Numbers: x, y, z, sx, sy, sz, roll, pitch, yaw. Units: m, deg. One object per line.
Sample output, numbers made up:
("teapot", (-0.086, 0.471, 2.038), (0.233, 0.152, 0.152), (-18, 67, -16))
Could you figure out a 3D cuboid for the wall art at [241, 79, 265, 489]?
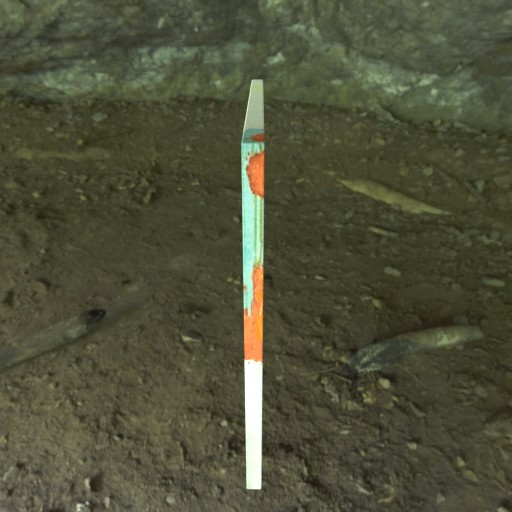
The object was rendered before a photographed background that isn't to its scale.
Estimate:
("wall art", (0.000, 0.000, 1.516), (0.044, 1.017, 1.017), (0, 28, 1))
